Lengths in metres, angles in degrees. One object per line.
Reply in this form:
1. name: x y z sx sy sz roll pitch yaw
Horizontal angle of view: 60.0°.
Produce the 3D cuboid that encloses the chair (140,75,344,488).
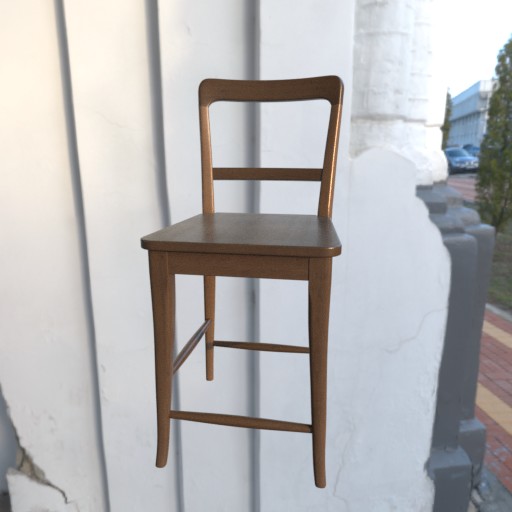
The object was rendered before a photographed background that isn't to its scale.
1. chair: 0.000 0.000 1.222 0.450 0.991 0.546 2 14 9
